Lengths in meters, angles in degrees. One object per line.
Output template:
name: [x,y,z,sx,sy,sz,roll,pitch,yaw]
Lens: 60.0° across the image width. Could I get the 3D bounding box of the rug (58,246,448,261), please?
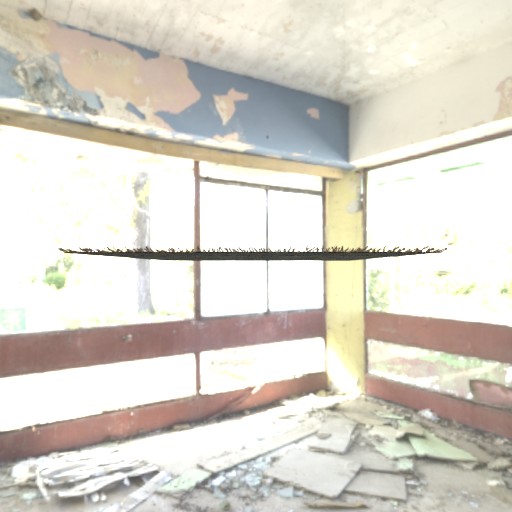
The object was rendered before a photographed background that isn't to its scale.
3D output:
rug: [0.000,0.000,4.347,2.418,0.047,3.307,0,-2,1]
